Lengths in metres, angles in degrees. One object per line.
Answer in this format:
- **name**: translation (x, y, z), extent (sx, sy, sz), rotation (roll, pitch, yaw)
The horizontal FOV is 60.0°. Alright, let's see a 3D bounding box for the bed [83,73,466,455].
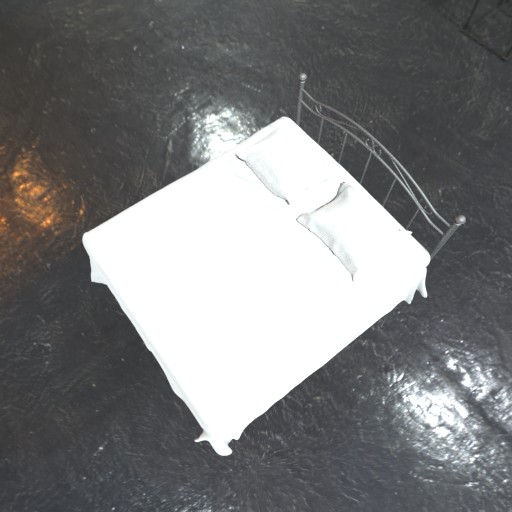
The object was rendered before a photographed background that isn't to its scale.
- **bed**: translation (0.000, 0.000, 3.298), extent (2.215, 1.080, 1.936), rotation (-34, 69, -15)
